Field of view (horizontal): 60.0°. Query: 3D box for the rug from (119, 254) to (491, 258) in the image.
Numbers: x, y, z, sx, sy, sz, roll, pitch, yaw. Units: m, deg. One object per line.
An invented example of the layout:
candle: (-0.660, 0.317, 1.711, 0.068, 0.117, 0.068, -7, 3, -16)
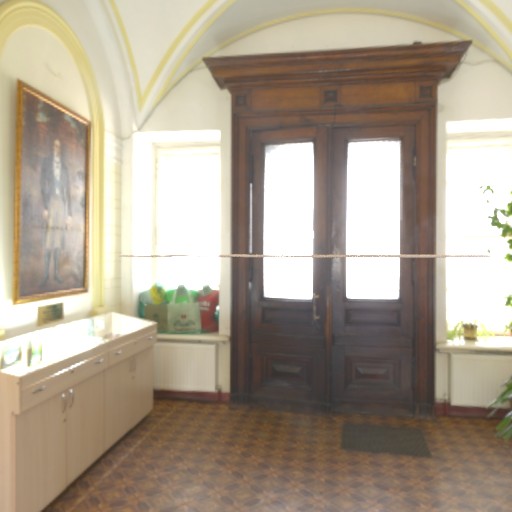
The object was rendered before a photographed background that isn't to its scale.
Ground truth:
rug: (0.000, 0.000, 2.670, 0.857, 0.018, 2.383, 0, 0, -36)
